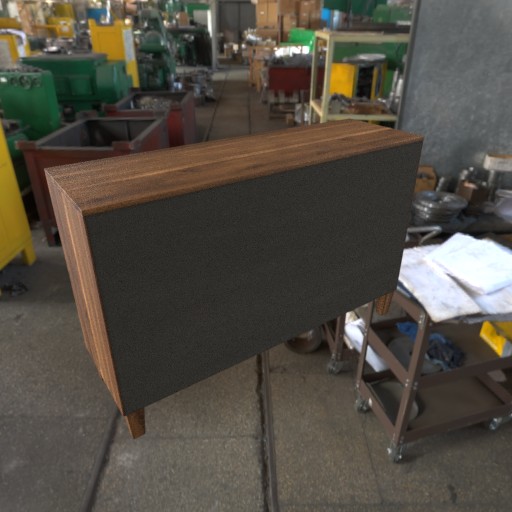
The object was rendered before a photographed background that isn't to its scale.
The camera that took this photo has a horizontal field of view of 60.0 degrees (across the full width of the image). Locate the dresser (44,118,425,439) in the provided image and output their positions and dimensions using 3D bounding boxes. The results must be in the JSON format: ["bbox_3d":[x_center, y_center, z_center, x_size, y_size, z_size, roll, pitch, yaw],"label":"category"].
[{"bbox_3d":[0.000,0.000,1.852,1.387,0.892,0.438,-18,34,-30],"label":"dresser"}]
